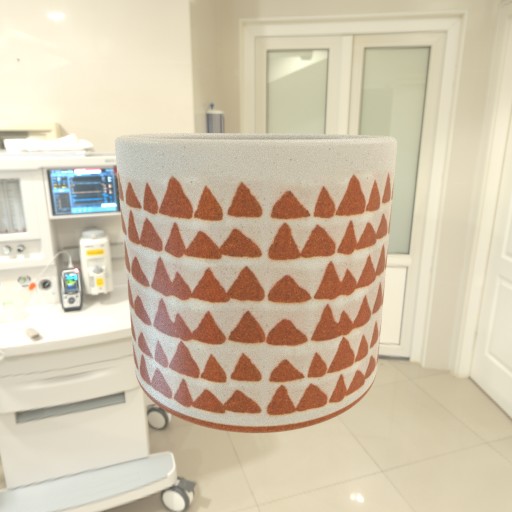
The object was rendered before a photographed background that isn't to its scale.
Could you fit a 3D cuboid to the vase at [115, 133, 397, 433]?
[{"bbox_3d":[0.000,0.000,0.242,0.137,0.127,0.137,0,17,0],"label":"vase"}]
